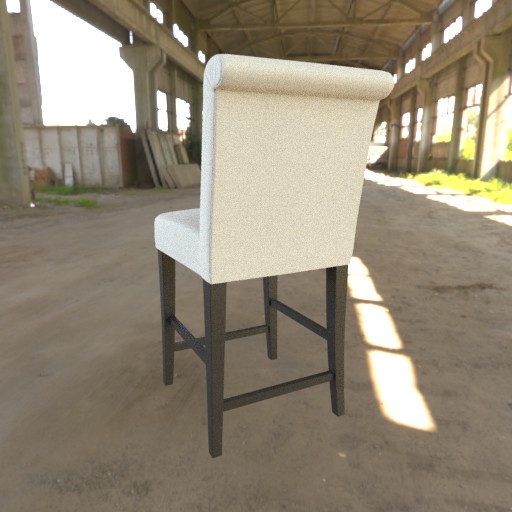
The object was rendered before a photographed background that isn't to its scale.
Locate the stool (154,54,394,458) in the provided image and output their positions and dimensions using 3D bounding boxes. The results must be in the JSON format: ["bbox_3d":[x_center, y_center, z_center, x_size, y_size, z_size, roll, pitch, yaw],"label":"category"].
[{"bbox_3d":[0.000,0.000,1.305,0.452,0.976,0.597,-7,15,-27],"label":"stool"}]
